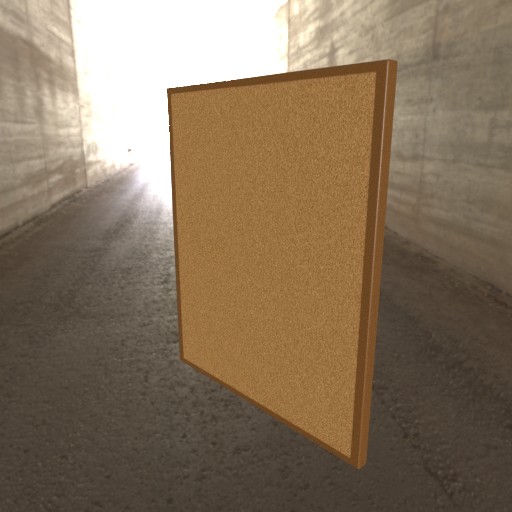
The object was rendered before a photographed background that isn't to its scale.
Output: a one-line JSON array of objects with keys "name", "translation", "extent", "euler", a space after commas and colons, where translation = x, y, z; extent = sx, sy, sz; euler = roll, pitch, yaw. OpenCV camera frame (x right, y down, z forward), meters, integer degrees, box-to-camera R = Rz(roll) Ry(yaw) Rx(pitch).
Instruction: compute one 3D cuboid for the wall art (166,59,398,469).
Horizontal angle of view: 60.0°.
[{"name": "wall art", "translation": [0.000, 0.000, 0.730], "extent": [0.021, 0.550, 0.449], "euler": [-14, 21, -42]}]
